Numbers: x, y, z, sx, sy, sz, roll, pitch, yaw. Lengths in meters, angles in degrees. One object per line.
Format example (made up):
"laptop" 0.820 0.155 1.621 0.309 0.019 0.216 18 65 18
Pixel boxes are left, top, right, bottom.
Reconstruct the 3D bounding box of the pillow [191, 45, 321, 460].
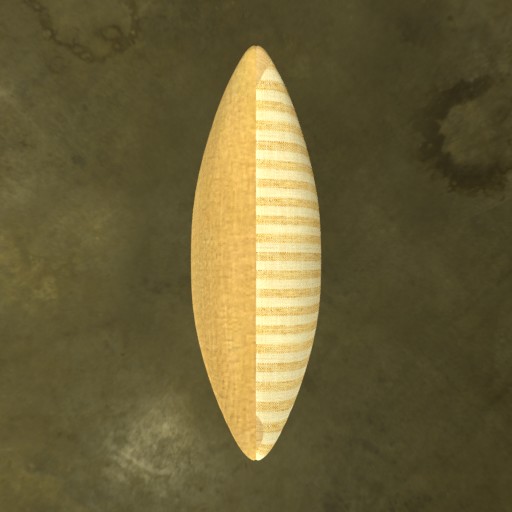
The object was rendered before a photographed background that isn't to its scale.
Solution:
"pillow" 0.000 0.000 0.636 0.173 0.407 0.419 0 90 0
